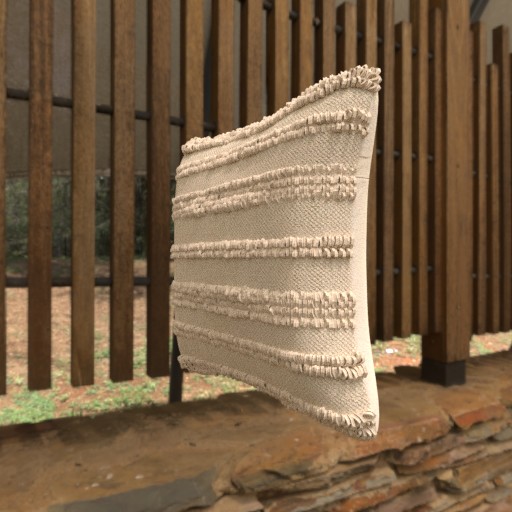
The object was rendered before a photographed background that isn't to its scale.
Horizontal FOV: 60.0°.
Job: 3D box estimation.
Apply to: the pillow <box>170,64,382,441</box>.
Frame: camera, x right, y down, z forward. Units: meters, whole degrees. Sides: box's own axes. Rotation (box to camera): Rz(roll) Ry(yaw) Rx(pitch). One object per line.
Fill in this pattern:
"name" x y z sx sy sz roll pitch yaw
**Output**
"pillow" 0.000 0.000 0.650 0.145 0.427 0.437 0 -1 -35
